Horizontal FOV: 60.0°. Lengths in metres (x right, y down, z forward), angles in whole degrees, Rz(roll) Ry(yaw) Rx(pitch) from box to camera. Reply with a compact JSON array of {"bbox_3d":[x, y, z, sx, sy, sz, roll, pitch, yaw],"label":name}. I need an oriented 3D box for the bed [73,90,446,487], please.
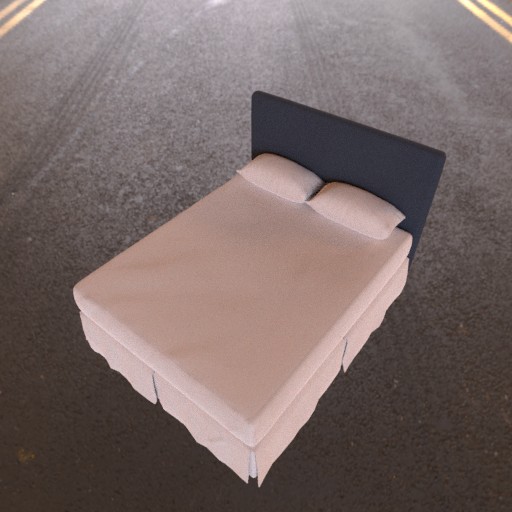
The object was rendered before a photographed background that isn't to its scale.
[{"bbox_3d":[0.000,0.000,3.190,1.713,1.330,2.162,29,50,27],"label":"bed"}]
